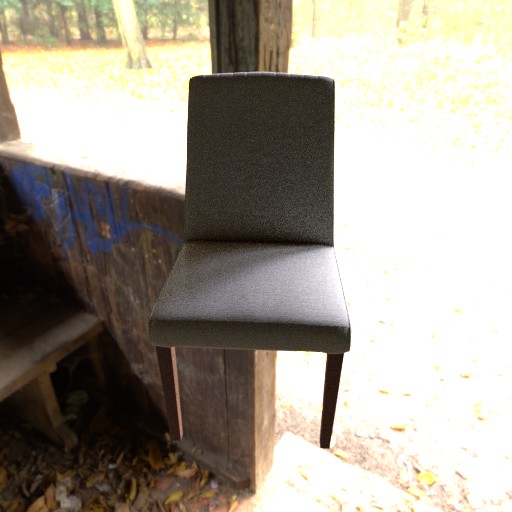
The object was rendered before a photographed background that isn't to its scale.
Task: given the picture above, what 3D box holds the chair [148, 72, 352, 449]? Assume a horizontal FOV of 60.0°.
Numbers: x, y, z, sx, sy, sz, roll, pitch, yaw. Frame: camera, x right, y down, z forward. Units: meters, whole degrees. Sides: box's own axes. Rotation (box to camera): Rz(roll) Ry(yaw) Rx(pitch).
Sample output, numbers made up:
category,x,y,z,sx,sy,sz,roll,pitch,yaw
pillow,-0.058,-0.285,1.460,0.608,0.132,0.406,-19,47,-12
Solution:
category,x,y,z,sx,sy,sz,roll,pitch,yaw
chair,0.000,0.000,1.252,0.480,0.900,0.594,2,30,3
